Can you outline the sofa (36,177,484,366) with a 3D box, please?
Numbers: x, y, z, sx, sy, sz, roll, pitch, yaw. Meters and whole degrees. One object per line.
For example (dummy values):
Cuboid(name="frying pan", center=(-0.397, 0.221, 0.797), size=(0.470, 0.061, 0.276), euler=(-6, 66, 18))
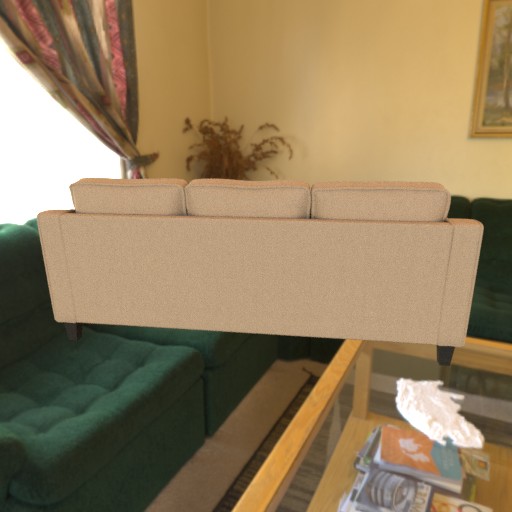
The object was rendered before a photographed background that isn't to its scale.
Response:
Cuboid(name="sofa", center=(0.000, 0.000, 2.529), size=(2.131, 0.902, 0.791), euler=(2, 15, 8))
